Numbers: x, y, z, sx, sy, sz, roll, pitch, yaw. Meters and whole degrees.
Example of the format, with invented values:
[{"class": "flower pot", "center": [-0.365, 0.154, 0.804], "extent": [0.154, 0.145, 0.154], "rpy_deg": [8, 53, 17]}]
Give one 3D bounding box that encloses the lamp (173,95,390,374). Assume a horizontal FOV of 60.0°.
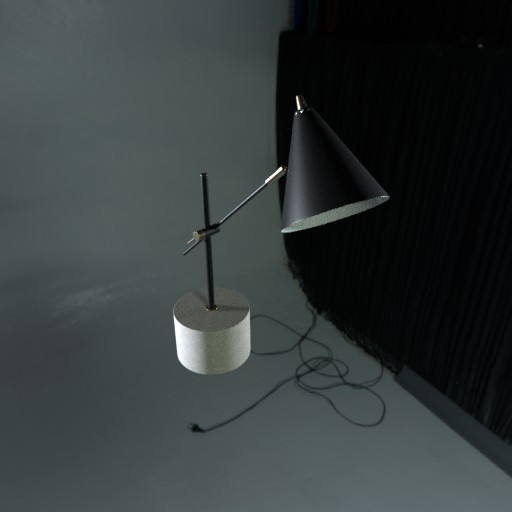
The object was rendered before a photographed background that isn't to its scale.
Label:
[{"class": "lamp", "center": [0.000, 0.000, 0.747], "extent": [0.214, 0.518, 0.403], "rpy_deg": [-20, 34, -31]}]
